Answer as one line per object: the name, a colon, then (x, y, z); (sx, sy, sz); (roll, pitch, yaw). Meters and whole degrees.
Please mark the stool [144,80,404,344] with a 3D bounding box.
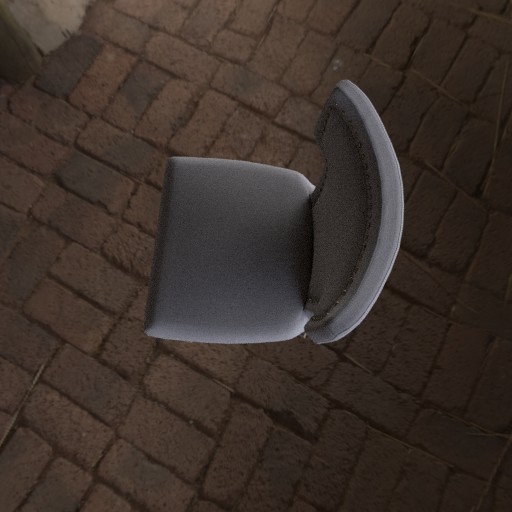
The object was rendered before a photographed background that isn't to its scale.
stool: (0.000, 0.000, 1.304); (0.563, 0.982, 0.527); (4, 76, 1)
